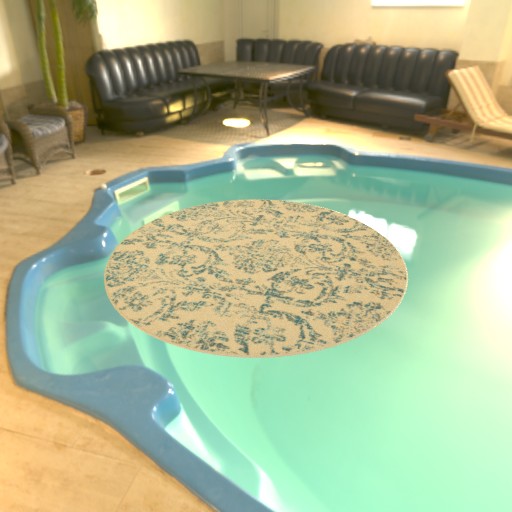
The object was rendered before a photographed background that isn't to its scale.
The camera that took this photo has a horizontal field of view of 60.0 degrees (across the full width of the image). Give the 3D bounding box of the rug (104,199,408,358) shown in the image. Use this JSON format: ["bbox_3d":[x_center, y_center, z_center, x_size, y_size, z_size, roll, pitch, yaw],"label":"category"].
[{"bbox_3d":[0.000,0.000,2.425,1.593,0.012,1.593,0,30,0],"label":"rug"}]
